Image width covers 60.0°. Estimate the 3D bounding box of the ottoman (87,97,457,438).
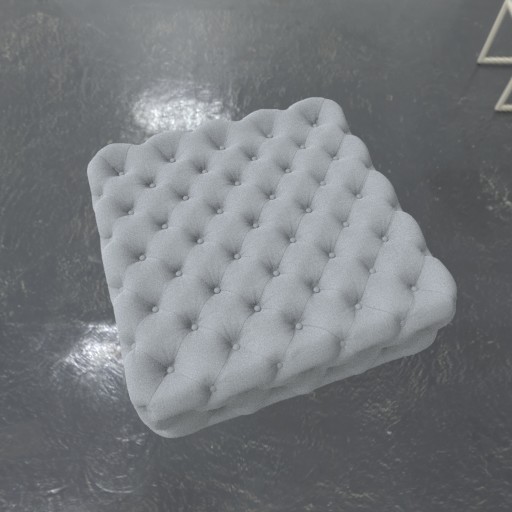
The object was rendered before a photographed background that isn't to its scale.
[{"bbox_3d":[0.000,0.000,1.208,0.758,0.365,0.764,-17,59,-10],"label":"ottoman"}]
